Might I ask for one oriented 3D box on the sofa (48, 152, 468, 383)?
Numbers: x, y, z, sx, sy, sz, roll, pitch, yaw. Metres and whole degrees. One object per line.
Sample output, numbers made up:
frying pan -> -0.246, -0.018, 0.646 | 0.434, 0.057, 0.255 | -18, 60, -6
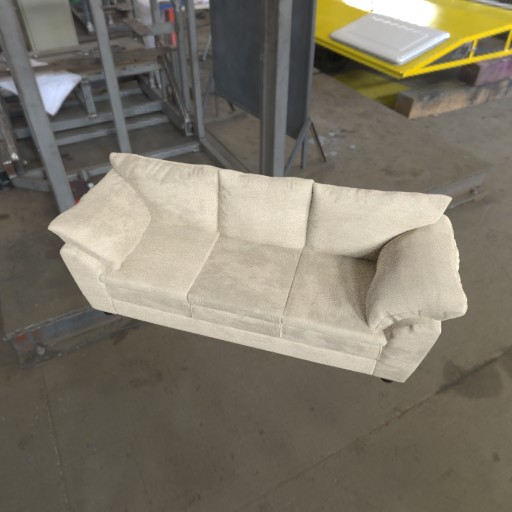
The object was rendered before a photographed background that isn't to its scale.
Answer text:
sofa -> 0.000, 0.000, 2.865 | 2.377, 0.981, 0.893 | 11, 42, 12
